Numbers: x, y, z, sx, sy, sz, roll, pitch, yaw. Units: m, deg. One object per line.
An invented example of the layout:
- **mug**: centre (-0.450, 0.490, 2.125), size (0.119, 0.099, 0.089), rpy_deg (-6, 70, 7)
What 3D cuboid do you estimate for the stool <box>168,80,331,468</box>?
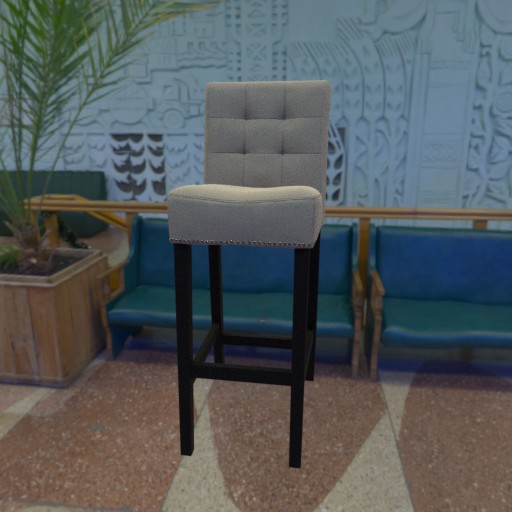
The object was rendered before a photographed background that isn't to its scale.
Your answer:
- **stool**: centre (0.000, 0.000, 1.356), size (0.411, 1.047, 0.548), rpy_deg (2, 16, 9)
